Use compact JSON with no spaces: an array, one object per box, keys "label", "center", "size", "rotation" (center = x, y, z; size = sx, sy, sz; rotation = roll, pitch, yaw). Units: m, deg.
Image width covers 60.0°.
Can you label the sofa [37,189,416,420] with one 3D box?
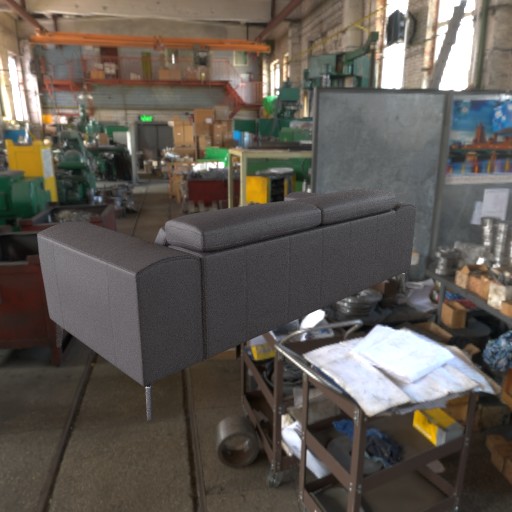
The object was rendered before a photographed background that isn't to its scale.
[{"label":"sofa","center":[0.000,0.000,2.864],"size":[2.330,0.814,1.048],"rotation":[-15,21,-43]}]
